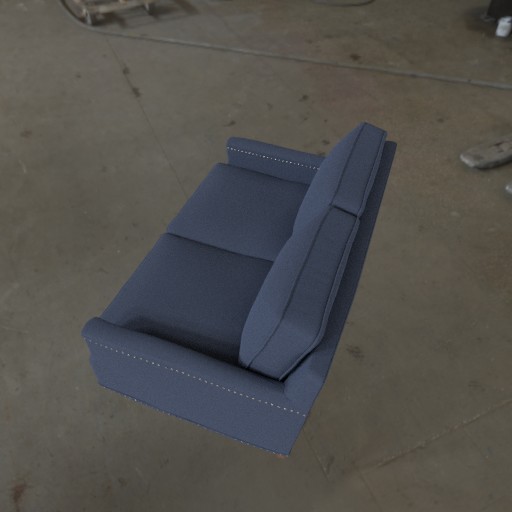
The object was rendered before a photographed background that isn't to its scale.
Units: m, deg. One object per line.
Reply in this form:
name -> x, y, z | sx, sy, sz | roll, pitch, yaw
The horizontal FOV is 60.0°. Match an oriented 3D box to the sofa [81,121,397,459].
sofa -> 0.000, 0.000, 2.299 | 1.084, 1.003, 1.597 | 16, 49, 14
